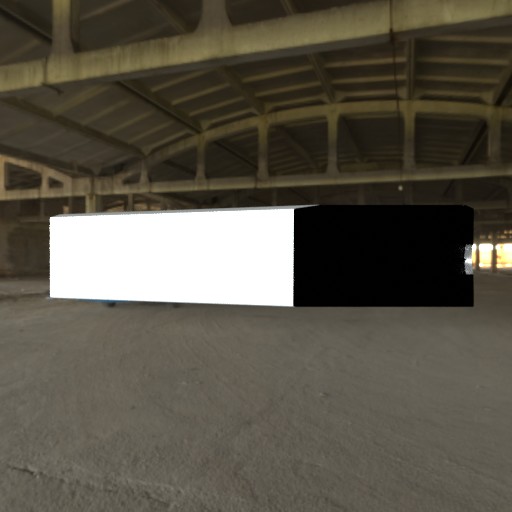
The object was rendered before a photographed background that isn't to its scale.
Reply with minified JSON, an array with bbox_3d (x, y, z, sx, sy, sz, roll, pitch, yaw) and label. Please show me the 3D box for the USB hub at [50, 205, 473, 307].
[{"bbox_3d":[0.000,0.000,0.126,0.110,0.023,0.044,0,0,18],"label":"USB hub"}]
